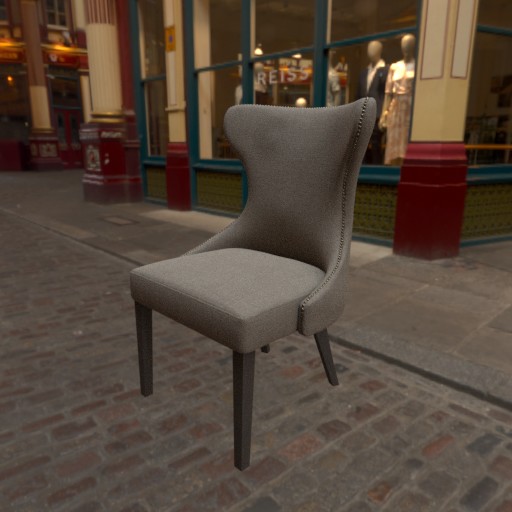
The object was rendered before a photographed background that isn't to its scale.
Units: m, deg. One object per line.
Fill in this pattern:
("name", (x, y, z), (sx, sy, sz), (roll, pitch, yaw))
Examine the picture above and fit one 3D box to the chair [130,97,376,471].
("chair", (0.000, 0.000, 1.430), (0.635, 0.967, 0.628), (-15, 21, -42))
